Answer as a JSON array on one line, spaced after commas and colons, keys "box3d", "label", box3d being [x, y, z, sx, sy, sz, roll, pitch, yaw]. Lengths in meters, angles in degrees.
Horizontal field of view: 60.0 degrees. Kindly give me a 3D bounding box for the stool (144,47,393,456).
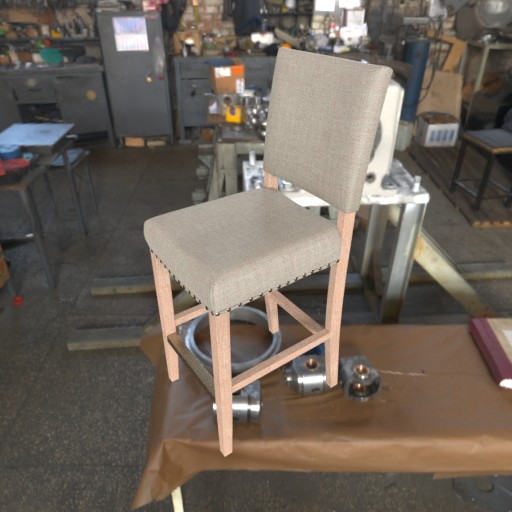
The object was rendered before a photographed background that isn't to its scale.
[{"box3d": [0.000, 0.000, 1.459, 0.585, 1.173, 0.445, -21, 38, -29], "label": "stool"}]
